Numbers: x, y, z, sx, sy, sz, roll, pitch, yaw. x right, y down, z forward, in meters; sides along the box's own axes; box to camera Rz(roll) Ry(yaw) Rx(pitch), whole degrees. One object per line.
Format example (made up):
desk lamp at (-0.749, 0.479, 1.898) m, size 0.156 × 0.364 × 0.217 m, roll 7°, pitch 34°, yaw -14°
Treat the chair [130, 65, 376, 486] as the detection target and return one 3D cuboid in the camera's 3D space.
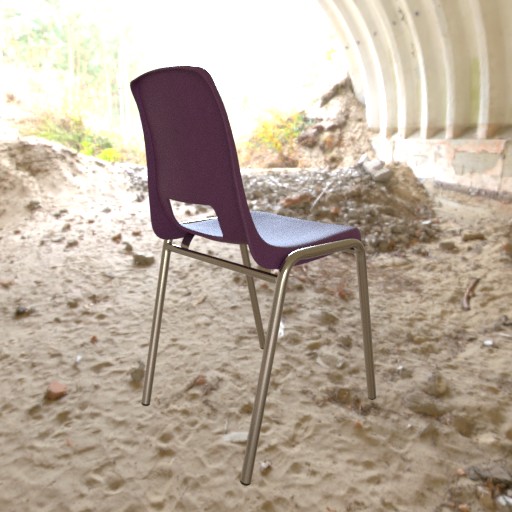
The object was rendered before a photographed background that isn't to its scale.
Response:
chair at (0.000, 0.000, 0.941) m, size 0.432 × 0.704 × 0.381 m, roll -14°, pitch 20°, yaw -42°
